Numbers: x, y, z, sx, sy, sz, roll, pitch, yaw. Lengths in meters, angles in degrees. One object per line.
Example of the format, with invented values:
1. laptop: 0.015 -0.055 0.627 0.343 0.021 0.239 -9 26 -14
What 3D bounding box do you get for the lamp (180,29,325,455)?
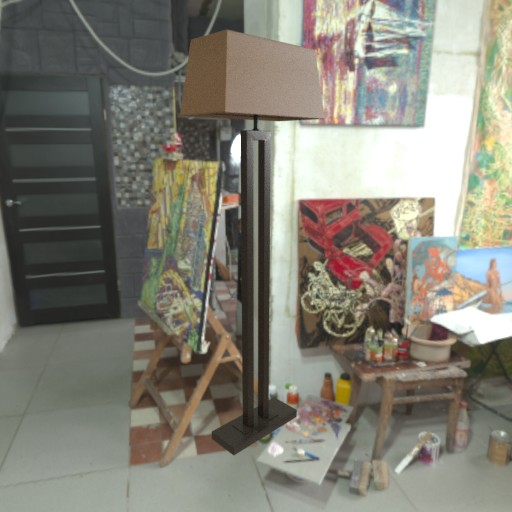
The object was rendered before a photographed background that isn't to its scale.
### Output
1. lamp: 0.000 0.000 1.664 0.475 1.469 0.233 -13 19 -42
